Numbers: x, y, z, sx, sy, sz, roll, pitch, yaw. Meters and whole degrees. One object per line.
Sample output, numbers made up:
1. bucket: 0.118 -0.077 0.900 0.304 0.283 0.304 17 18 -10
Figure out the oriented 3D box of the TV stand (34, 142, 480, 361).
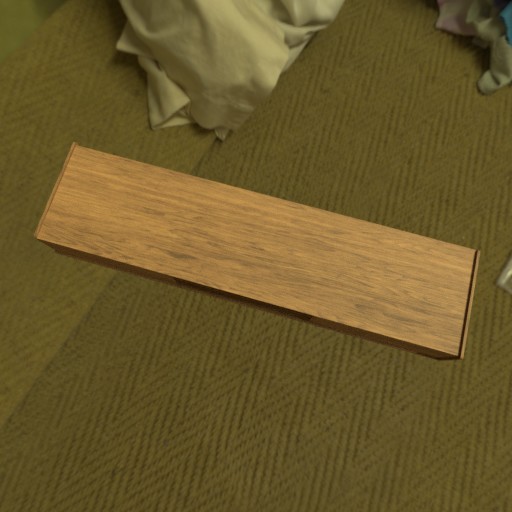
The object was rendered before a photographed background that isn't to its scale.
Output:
1. TV stand: 0.000 0.000 2.032 1.796 0.415 0.467 15 76 4
